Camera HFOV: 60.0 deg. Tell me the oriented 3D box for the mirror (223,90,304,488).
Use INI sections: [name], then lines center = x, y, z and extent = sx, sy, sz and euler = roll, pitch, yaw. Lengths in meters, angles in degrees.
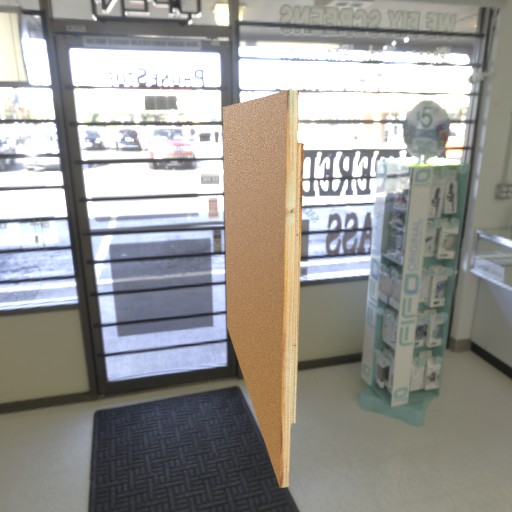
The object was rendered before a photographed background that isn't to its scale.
[mirror]
center = 0.000, 0.000, 1.222
extent = 0.061, 0.804, 0.804
euler = -3, 17, -11
